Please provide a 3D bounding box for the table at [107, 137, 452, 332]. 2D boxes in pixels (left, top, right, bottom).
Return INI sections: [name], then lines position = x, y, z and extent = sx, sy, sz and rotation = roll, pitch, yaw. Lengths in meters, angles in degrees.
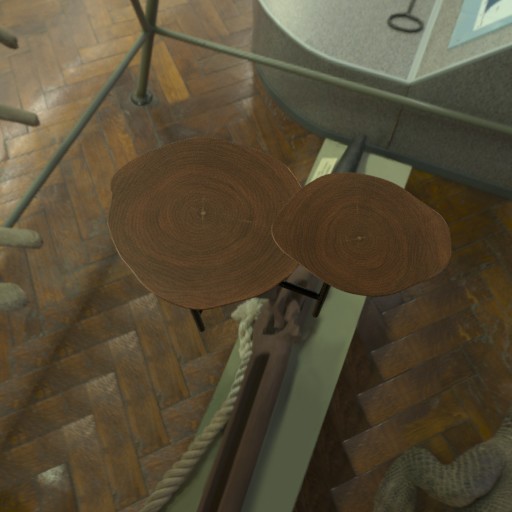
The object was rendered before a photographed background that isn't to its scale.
[table]
position = 0.000, 0.000, 1.109
extent = 0.759, 0.538, 0.442
rotation = 21, 66, 9
